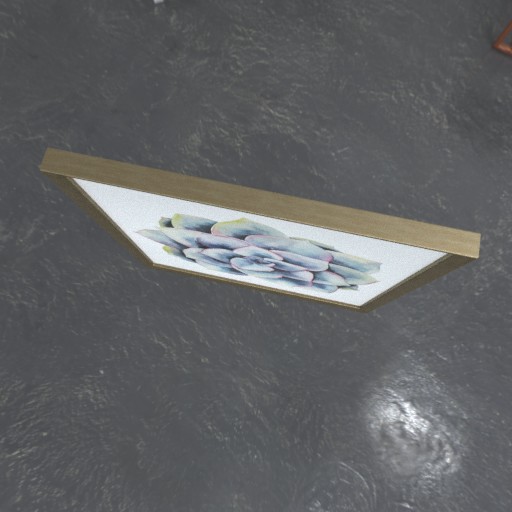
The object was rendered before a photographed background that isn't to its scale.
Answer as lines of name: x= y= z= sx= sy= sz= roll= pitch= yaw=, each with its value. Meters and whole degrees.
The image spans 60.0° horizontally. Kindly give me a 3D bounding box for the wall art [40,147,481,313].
wall art: x=0.000 y=0.000 z=0.744 sx=0.503 sy=0.506 sz=0.030 roll=12 pitch=76 yaw=3
